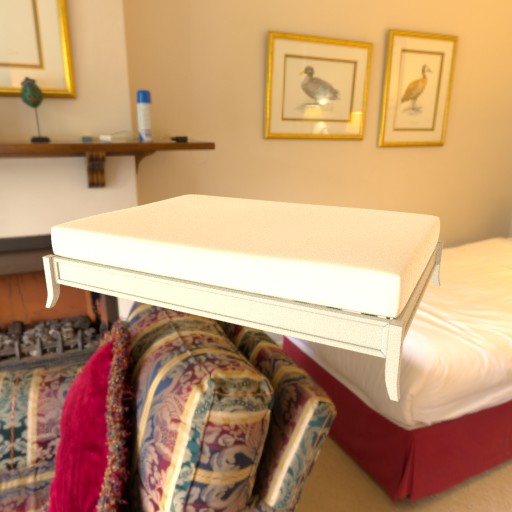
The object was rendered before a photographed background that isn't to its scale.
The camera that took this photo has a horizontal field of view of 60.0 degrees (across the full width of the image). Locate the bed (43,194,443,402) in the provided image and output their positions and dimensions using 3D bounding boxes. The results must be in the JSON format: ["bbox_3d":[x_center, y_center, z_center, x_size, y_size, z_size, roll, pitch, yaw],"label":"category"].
[{"bbox_3d":[0.000,0.000,2.673,1.985,0.510,1.460,8,18,26],"label":"bed"}]
